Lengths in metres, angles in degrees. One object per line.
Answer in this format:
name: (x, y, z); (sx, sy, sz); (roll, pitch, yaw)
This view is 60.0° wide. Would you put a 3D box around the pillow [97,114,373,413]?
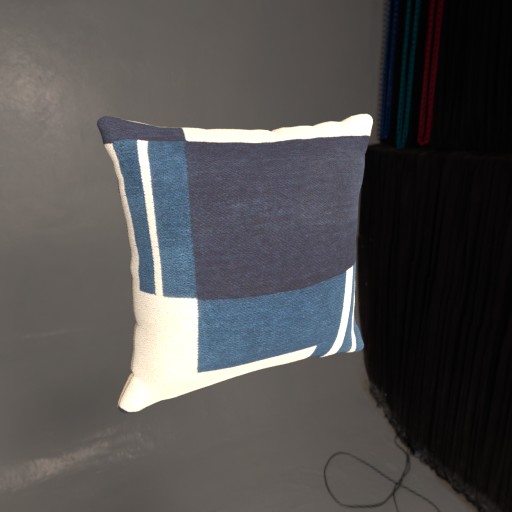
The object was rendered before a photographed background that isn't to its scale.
pillow: (0.000, 0.000, 0.820); (0.536, 0.506, 0.229); (-8, 18, -25)
